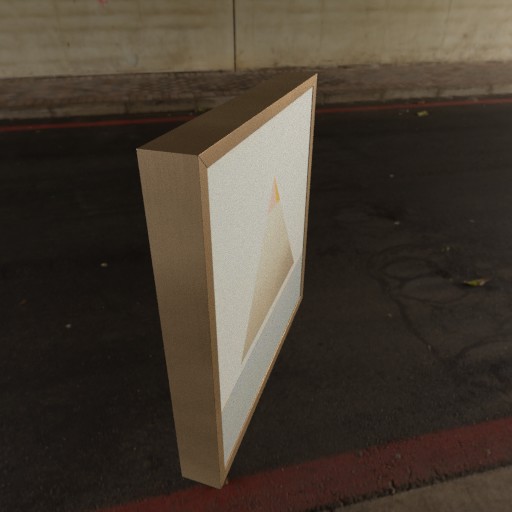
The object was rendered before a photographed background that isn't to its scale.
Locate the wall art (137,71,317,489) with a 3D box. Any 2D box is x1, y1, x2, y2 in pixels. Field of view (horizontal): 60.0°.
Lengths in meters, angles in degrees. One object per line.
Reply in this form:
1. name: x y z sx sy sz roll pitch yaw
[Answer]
1. wall art: 0.000 0.000 0.445 0.038 0.303 0.305 10 32 16
